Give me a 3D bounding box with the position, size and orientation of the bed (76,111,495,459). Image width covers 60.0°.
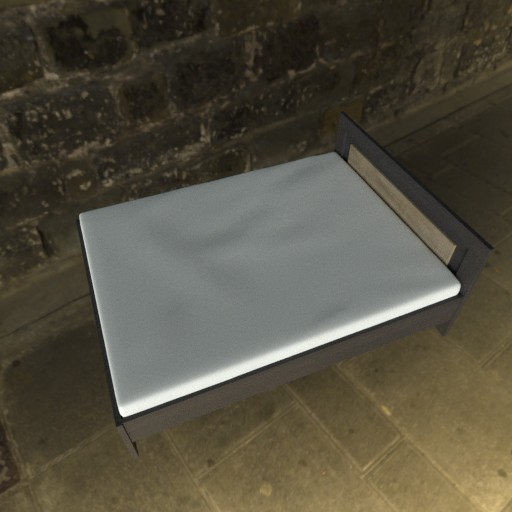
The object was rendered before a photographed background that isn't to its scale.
[{"bbox_3d":[0.000,0.000,2.872,2.073,0.823,1.585,-17,48,-15],"label":"bed"}]
